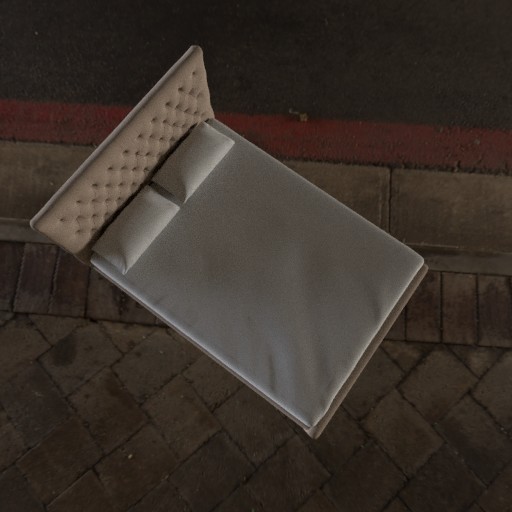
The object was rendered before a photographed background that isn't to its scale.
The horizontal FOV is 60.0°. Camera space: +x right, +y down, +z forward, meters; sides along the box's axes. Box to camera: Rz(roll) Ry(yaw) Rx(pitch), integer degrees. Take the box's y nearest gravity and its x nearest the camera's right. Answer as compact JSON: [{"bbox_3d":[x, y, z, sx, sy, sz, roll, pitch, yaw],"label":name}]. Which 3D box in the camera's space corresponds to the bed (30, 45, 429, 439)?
[{"bbox_3d":[0.000,0.000,3.459,2.387,1.427,1.698,36,78,9],"label":"bed"}]
